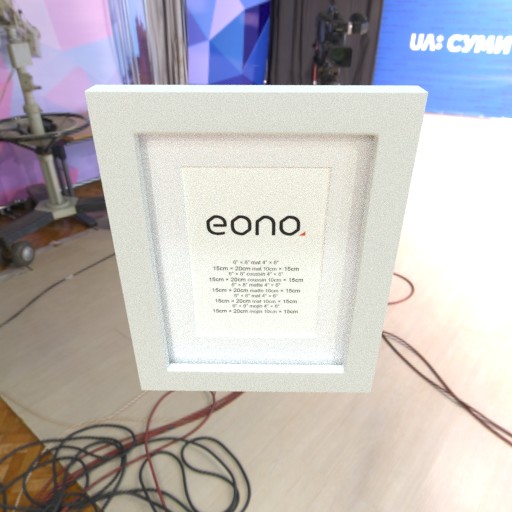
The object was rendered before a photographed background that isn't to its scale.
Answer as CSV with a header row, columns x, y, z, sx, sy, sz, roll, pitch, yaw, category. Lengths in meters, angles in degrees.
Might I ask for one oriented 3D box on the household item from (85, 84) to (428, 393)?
x,y,z,sx,sy,sz,roll,pitch,yaw,category
0.000,0.000,0.341,0.200,0.250,0.045,0,31,1,household item
